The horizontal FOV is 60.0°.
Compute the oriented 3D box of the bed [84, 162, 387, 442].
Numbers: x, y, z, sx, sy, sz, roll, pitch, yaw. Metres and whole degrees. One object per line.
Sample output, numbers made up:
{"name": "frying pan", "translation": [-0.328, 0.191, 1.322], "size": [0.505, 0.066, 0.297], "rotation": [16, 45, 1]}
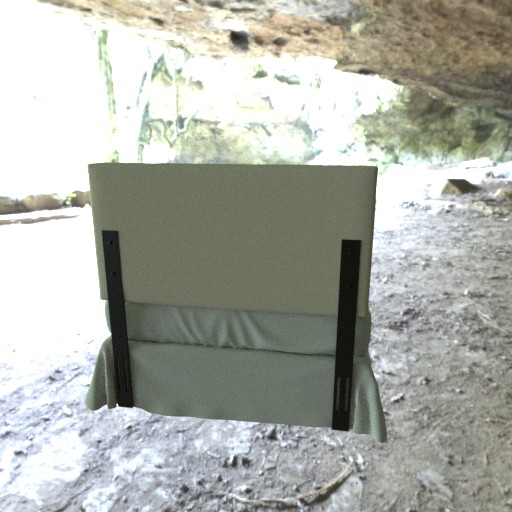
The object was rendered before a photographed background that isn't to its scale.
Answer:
{"name": "bed", "translation": [0.000, 0.000, 3.564], "size": [1.936, 1.577, 2.222], "rotation": [3, 16, 9]}
